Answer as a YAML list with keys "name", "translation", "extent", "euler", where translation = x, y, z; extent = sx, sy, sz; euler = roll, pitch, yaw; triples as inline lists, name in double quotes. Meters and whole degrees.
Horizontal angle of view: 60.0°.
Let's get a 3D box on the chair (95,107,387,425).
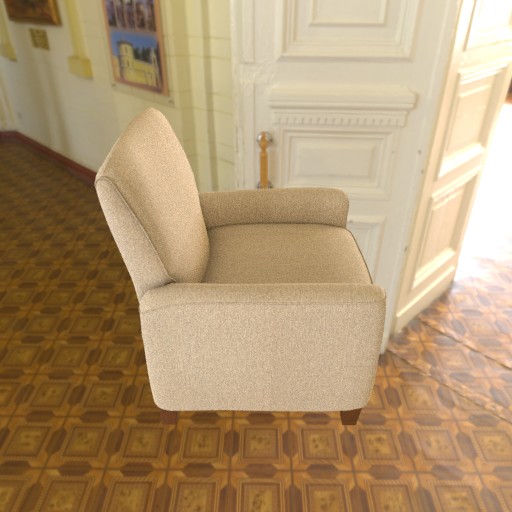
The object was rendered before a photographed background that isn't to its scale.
- name: "chair"
  translation: [0.000, 0.000, 1.686]
  extent: [0.864, 1.014, 0.848]
  euler: [0, 32, 0]
